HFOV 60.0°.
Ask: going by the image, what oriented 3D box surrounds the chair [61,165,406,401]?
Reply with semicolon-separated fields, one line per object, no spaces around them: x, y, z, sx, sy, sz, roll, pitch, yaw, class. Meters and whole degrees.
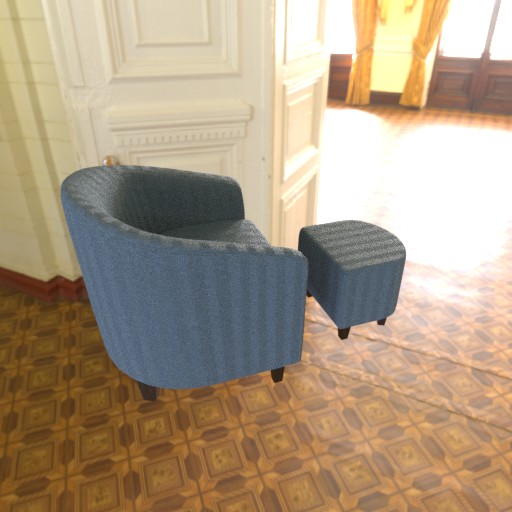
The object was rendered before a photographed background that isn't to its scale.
0.000;0.000;1.736;1.288;0.757;0.756;-10;32;-17;chair
